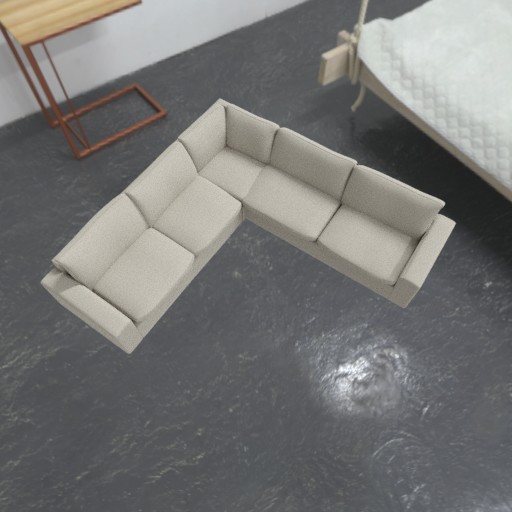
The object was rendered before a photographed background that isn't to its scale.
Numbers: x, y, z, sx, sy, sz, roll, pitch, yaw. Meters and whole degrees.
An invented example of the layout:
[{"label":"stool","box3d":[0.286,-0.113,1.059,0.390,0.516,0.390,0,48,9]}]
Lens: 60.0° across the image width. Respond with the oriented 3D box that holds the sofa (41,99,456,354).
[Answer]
[{"label":"sofa","box3d":[0.000,0.000,4.741,3.206,0.918,3.066,31,65,16]}]
